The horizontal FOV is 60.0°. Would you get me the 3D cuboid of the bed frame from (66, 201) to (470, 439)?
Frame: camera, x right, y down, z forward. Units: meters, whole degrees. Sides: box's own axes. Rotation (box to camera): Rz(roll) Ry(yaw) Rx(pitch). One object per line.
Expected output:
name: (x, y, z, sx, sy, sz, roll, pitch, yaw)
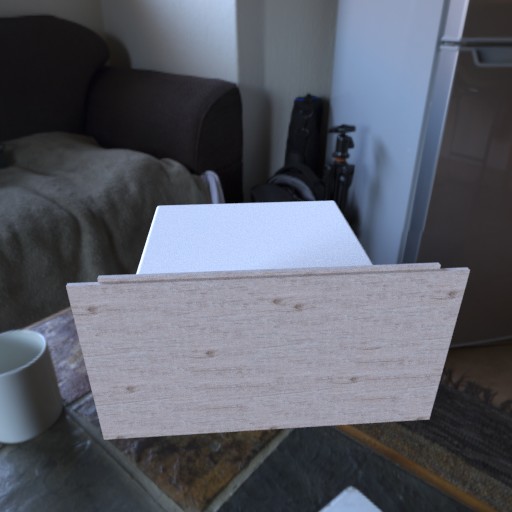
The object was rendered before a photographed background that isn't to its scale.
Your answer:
bed frame: (0.000, 0.000, 3.044, 1.750, 0.970, 2.080, -2, 29, -4)
